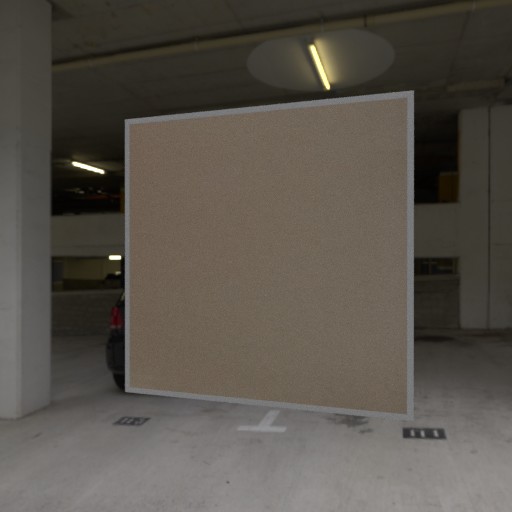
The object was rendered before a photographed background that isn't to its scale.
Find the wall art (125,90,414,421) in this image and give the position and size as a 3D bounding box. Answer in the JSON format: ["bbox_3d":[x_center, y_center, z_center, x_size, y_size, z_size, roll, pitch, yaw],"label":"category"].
[{"bbox_3d":[0.000,0.000,0.680,0.456,0.456,0.007,0,0,17],"label":"wall art"}]
